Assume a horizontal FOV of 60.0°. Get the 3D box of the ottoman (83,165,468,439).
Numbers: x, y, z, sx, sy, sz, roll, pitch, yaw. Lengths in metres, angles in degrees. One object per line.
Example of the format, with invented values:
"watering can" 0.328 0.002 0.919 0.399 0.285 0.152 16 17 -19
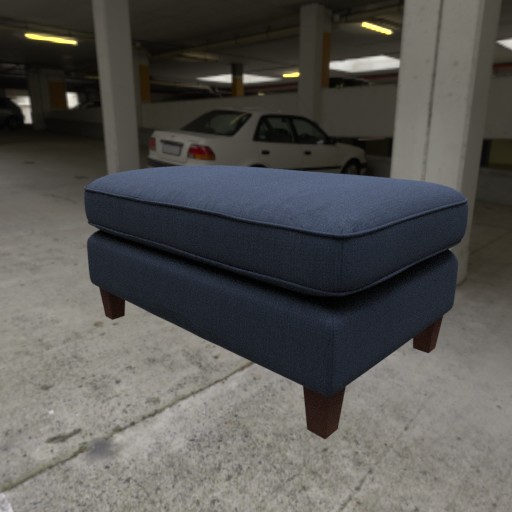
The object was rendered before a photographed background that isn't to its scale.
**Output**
"ottoman" 0.000 0.000 1.174 0.885 0.438 0.570 15 22 42
